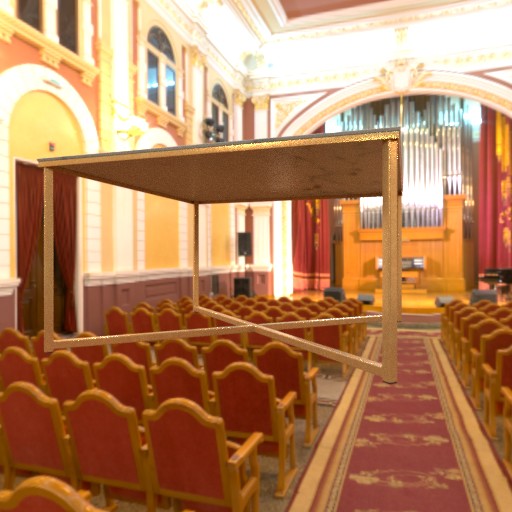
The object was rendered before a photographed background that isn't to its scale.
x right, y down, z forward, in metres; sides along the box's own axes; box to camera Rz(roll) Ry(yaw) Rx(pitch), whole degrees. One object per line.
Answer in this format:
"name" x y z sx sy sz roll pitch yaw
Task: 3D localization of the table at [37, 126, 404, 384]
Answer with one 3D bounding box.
"table" 0.000 0.000 1.273 0.800 0.450 0.800 0 0 19
